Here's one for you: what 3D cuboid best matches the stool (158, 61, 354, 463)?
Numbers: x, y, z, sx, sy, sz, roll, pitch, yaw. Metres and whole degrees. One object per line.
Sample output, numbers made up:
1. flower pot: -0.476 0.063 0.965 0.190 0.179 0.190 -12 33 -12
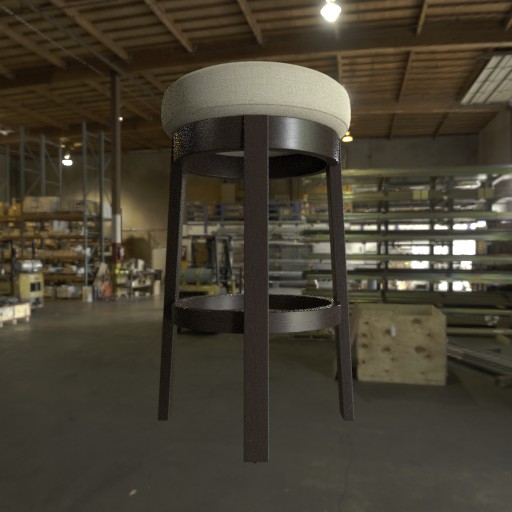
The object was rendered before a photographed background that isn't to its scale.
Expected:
1. stool: 0.000 0.000 1.027 0.446 0.758 0.446 0 0 0
